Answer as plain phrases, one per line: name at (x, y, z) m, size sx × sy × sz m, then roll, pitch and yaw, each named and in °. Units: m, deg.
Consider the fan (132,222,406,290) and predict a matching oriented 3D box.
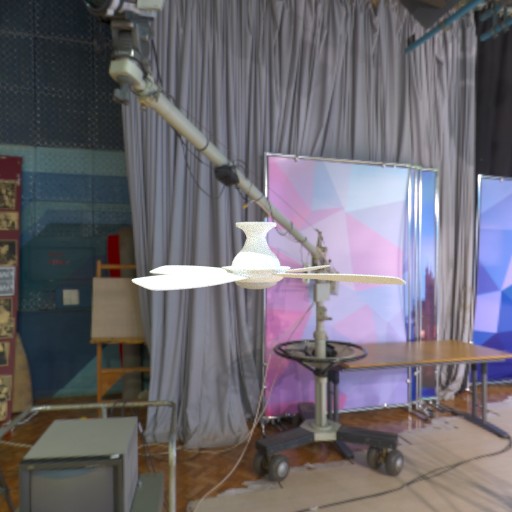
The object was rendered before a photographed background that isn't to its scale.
fan at (0.000, 0.000, 2.558) m, size 1.694 × 0.382 × 1.693 m, roll 1°, pitch 2°, yaw 35°
